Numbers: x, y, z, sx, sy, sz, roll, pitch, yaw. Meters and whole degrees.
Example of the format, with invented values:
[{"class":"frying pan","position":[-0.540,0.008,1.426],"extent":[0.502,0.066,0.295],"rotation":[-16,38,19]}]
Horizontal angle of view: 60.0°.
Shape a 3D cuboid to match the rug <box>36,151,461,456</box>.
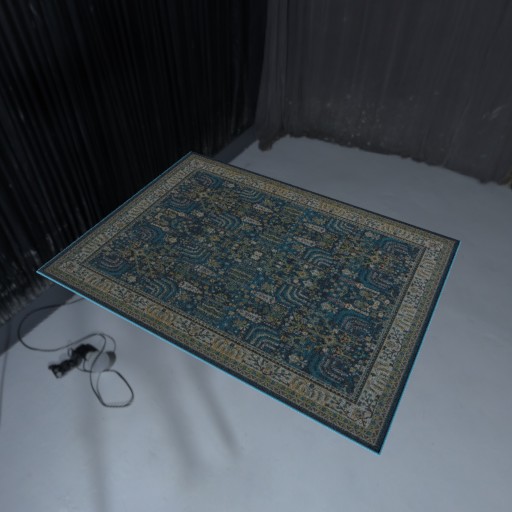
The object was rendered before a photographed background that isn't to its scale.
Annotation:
[{"class":"rug","position":[0.000,0.000,3.916],"extent":[3.044,0.015,2.226],"rotation":[22,49,21]}]
